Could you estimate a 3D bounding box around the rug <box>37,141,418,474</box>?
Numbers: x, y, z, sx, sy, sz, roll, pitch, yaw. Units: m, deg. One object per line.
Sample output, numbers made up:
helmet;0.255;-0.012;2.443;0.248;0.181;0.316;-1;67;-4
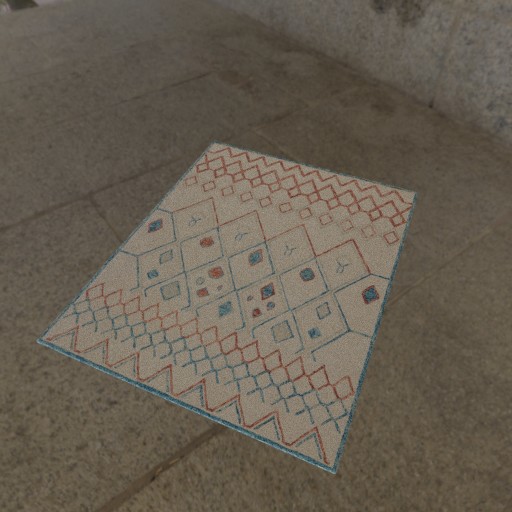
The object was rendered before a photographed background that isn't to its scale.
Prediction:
rug;0.000;0.000;4.095;2.441;0.016;3.050;18;50;16
